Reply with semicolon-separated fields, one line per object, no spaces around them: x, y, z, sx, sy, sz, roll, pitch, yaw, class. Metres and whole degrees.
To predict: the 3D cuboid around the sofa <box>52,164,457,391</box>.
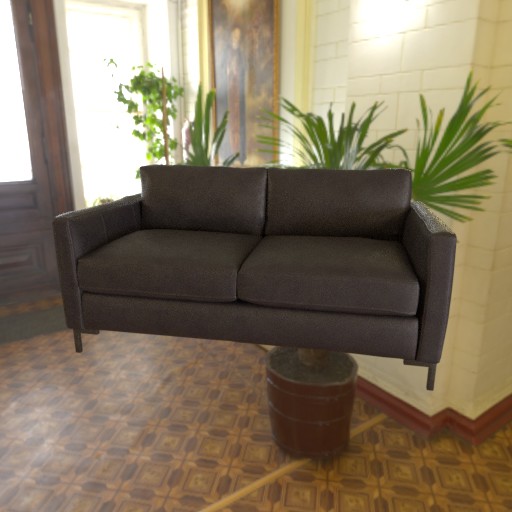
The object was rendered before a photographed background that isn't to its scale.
0.000;0.000;2.317;1.805;0.883;0.947;3;16;9;sofa
